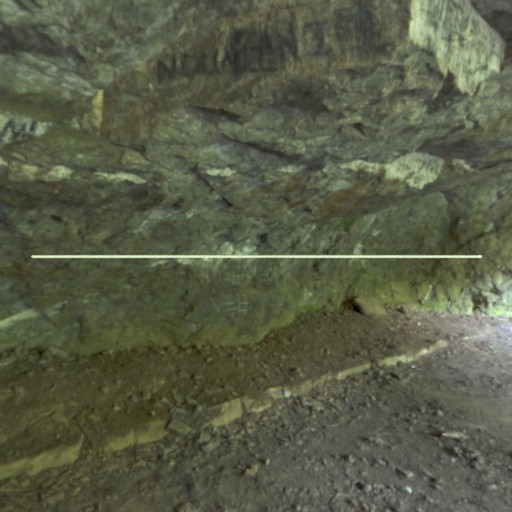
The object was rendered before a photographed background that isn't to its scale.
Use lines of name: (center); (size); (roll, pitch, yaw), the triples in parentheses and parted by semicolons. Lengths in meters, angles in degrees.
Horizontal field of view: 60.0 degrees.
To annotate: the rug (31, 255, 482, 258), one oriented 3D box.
rug: (0.000, 0.000, 4.176); (3.051, 0.020, 2.407); (0, 0, 0)
